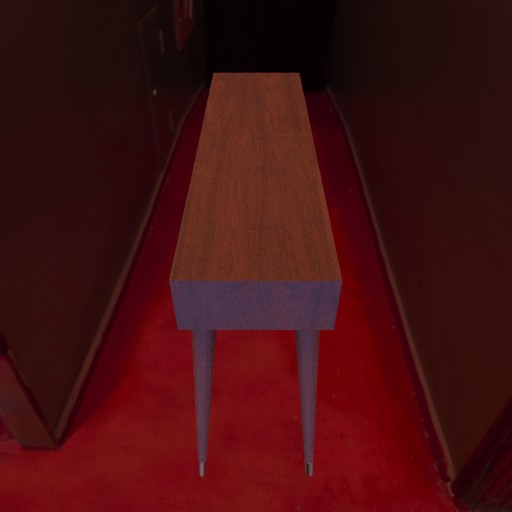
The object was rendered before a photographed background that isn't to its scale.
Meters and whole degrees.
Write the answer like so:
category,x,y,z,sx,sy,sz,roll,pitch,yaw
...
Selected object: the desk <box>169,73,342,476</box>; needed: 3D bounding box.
category,x,y,z,sx,sy,sz,roll,pitch,yaw
desk,0.000,0.000,1.638,0.384,0.917,1.204,0,41,0
